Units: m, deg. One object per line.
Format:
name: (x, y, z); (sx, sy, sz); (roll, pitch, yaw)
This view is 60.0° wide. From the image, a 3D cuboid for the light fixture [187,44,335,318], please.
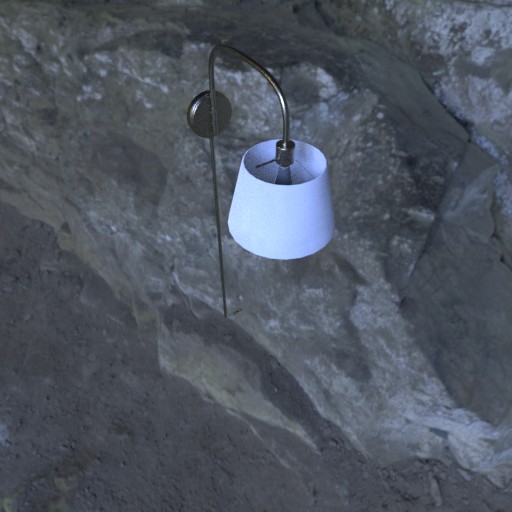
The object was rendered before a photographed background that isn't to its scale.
light fixture: (0.000, 0.000, 0.462); (0.092, 0.399, 0.176); (-24, 50, -22)
